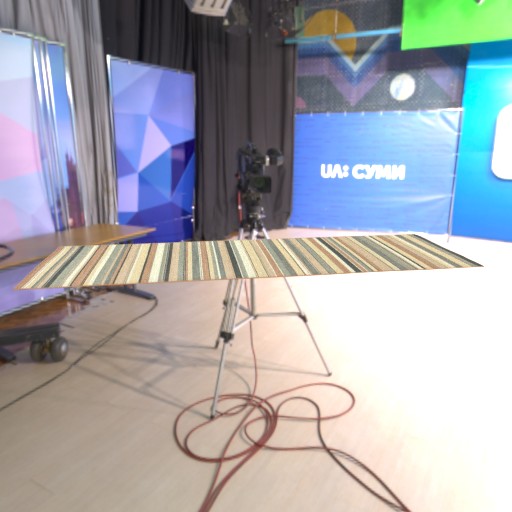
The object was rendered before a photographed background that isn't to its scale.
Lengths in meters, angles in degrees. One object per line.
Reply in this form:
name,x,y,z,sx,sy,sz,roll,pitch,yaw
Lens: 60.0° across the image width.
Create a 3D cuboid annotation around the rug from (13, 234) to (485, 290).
rug,0.000,0.000,2.642,2.444,0.010,0.799,-2,16,-8
